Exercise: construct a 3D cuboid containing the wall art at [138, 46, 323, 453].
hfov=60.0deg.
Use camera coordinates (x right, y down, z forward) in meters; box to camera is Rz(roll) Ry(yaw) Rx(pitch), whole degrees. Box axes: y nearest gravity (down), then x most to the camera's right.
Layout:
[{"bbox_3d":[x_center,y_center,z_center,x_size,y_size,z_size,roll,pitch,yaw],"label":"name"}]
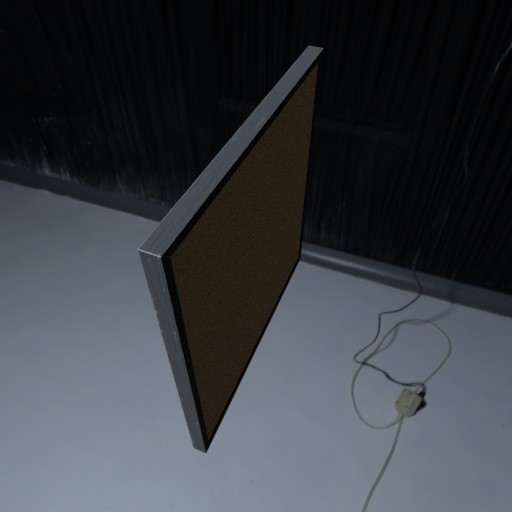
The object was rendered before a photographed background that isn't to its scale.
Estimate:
[{"bbox_3d":[0.000,0.000,1.133,0.037,0.761,0.761,17,49,15],"label":"wall art"}]
